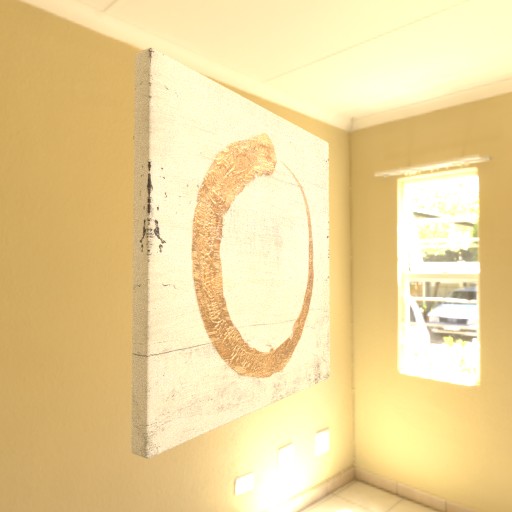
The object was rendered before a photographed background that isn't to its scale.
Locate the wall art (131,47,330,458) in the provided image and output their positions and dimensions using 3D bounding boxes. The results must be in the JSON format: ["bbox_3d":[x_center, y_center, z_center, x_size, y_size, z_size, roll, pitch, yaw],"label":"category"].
[{"bbox_3d":[0.000,0.000,0.914,0.040,0.611,0.610,-1,-2,35],"label":"wall art"}]
